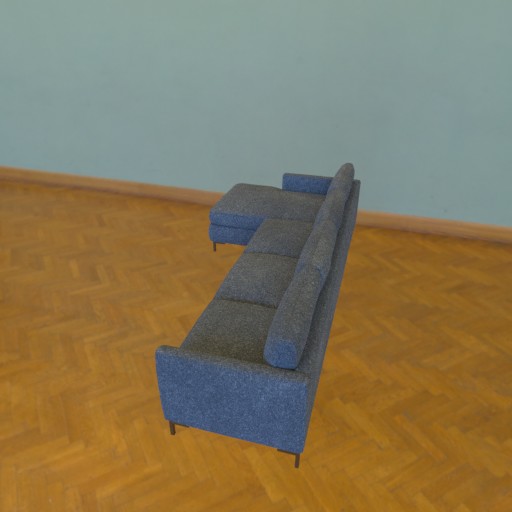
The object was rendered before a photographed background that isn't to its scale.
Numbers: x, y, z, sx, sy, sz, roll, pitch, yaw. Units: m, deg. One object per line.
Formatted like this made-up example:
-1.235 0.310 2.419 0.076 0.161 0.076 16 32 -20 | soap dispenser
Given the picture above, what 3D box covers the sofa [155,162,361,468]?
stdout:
0.000 0.000 3.484 1.350 0.810 2.932 8 30 14 | sofa
